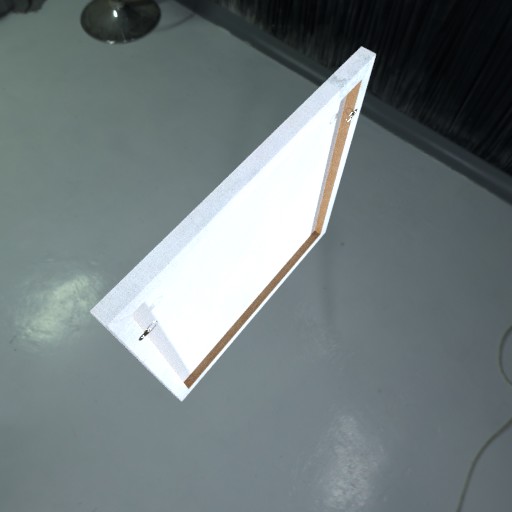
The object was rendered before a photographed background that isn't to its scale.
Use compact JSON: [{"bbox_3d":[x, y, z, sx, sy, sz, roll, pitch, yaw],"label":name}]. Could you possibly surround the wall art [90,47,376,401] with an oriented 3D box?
[{"bbox_3d":[0.000,0.000,1.145,0.041,0.762,0.762,36,69,16],"label":"wall art"}]
